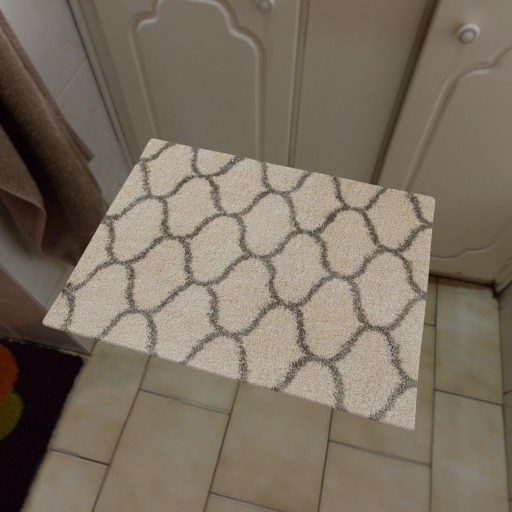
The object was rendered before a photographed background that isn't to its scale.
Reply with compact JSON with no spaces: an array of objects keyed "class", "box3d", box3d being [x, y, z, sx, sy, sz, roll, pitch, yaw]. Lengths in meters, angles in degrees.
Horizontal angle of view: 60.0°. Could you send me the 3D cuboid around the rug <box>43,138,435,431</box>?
[{"class":"rug","box3d":[0.000,0.000,2.122,1.600,0.025,1.200,14,59,9]}]
